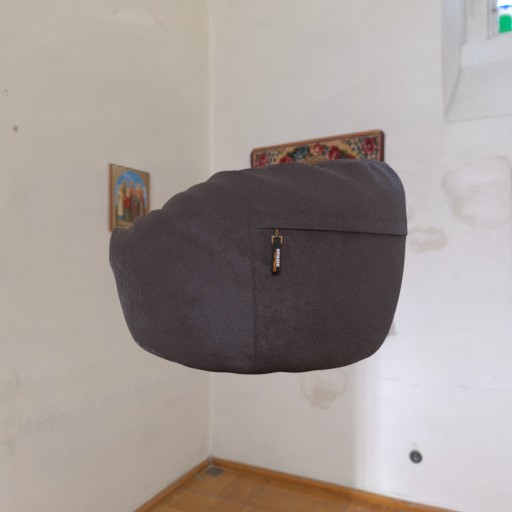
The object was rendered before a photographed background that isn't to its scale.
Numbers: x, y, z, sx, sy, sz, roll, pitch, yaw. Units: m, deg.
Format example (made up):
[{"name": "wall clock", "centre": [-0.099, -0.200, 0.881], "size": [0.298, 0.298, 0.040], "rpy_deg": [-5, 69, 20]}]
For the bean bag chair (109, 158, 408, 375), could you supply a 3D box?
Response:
[{"name": "bean bag chair", "centre": [0.000, 0.000, 1.978], "size": [1.245, 0.821, 1.245], "rpy_deg": [0, 0, 0]}]
